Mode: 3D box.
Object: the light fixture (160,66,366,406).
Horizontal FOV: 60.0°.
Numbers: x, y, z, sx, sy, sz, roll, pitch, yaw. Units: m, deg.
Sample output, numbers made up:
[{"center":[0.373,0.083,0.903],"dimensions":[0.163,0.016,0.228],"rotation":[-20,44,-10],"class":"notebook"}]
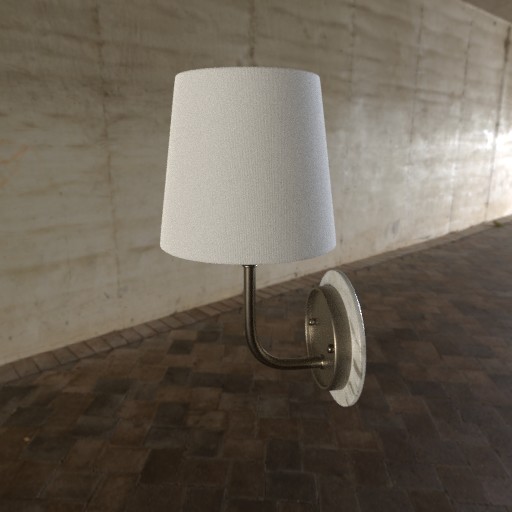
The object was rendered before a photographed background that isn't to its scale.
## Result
[{"center":[0.000,0.000,0.448],"dimensions":[0.188,0.337,0.168],"rotation":[-2,15,-9],"class":"light fixture"}]
